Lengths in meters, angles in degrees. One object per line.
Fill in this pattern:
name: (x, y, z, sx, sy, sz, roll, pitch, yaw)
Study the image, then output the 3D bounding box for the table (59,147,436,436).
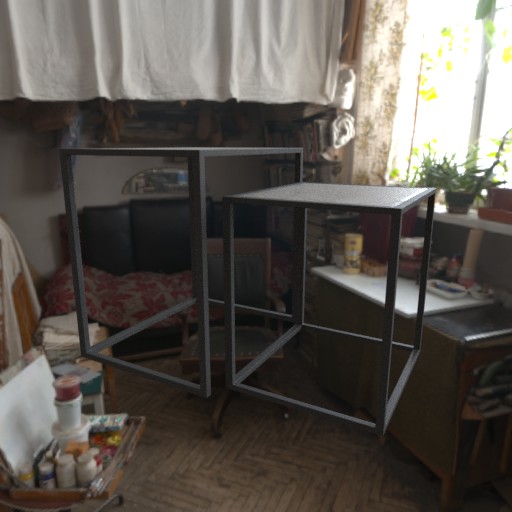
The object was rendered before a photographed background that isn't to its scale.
table: (0.000, 0.000, 1.147, 0.788, 0.540, 0.508, 8, 16, 28)
